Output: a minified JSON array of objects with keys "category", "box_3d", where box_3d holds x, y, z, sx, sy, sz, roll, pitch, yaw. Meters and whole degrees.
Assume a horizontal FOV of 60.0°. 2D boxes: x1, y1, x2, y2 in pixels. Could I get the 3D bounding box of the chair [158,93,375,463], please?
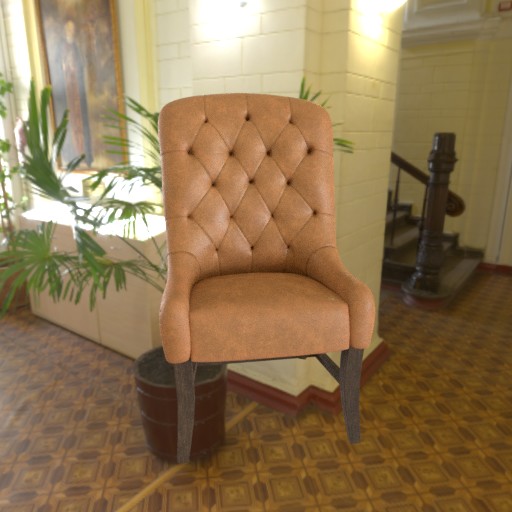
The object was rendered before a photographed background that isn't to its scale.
[{"category":"chair","box_3d":[0.000,0.000,1.515,0.634,1.091,0.629,-2,16,-9]}]
